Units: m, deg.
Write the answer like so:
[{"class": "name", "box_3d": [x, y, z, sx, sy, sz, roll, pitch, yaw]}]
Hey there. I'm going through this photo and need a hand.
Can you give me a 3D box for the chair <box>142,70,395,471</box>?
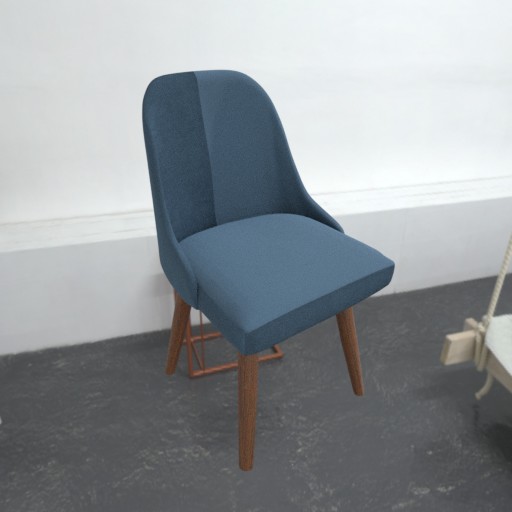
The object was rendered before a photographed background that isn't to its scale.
[{"class": "chair", "box_3d": [0.000, 0.000, 1.208, 0.503, 0.882, 0.589, -20, 35, -31]}]
